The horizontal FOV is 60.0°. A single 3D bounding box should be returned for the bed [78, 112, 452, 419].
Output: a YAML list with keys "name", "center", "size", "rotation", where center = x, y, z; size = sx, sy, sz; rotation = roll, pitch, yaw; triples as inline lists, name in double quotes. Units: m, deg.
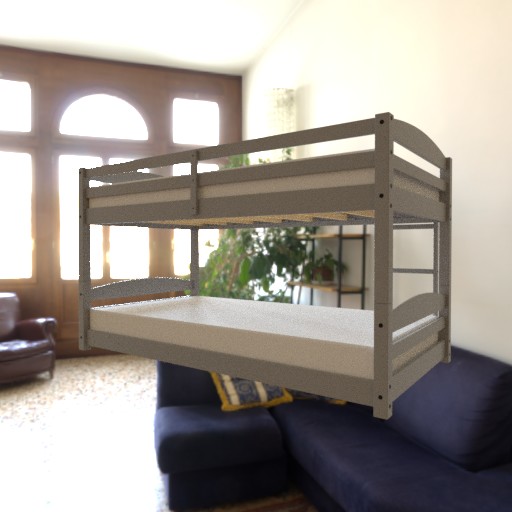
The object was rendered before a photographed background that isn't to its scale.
- name: "bed"
  center: [0.000, 0.000, 2.701]
  size: [2.013, 1.206, 1.105]
  rotation: [1, 1, 35]
